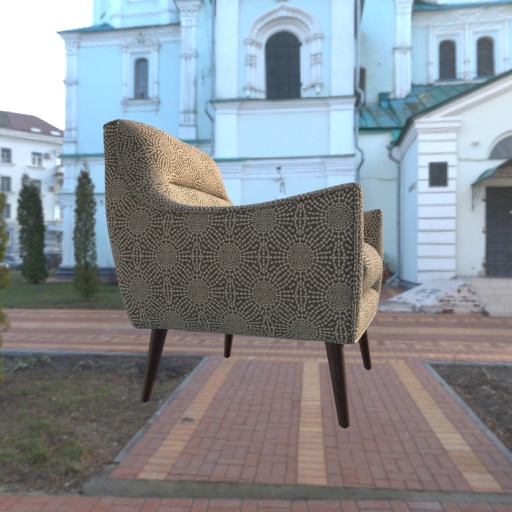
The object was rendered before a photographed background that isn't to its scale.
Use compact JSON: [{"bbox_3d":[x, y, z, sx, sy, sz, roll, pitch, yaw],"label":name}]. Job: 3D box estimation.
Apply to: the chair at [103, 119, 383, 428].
[{"bbox_3d":[0.000,0.000,1.474,0.787,0.838,0.762,0,0,20],"label":"chair"}]
